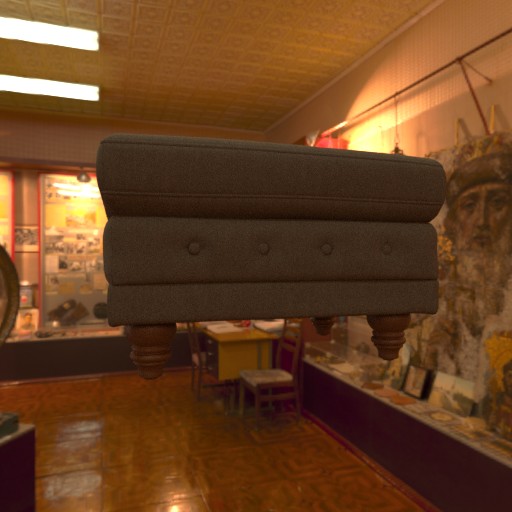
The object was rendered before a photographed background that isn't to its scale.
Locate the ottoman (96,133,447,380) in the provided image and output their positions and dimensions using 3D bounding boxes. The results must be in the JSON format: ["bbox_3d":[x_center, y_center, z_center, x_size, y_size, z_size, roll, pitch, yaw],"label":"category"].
[{"bbox_3d":[0.000,0.000,1.158,0.771,0.500,0.569,0,0,-17],"label":"ottoman"}]
